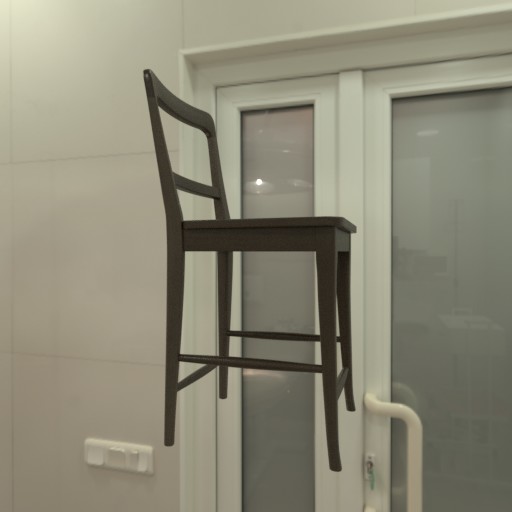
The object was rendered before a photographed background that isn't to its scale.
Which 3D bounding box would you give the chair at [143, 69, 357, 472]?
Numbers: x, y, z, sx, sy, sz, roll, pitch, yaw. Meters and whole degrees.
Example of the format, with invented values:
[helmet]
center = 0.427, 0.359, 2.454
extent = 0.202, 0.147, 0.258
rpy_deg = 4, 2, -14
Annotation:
[chair]
center = 0.000, 0.000, 1.293
extent = 0.546, 0.991, 0.450
rpy_deg = 0, 1, 17
